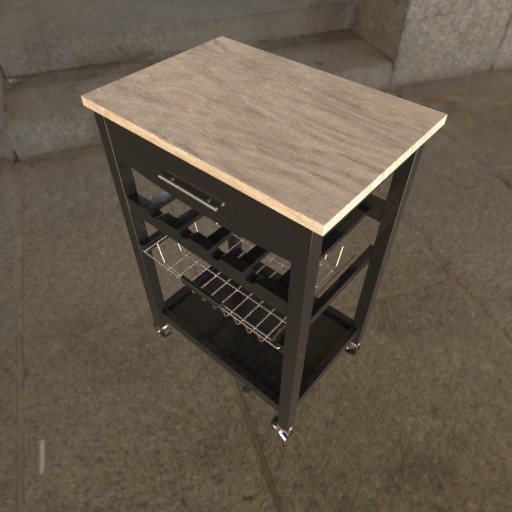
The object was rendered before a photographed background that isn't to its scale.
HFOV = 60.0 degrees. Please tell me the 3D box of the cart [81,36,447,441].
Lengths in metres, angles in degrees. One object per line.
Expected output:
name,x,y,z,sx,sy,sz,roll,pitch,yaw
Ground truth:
cart,0.000,0.000,1.146,0.584,0.839,0.403,32,54,27
